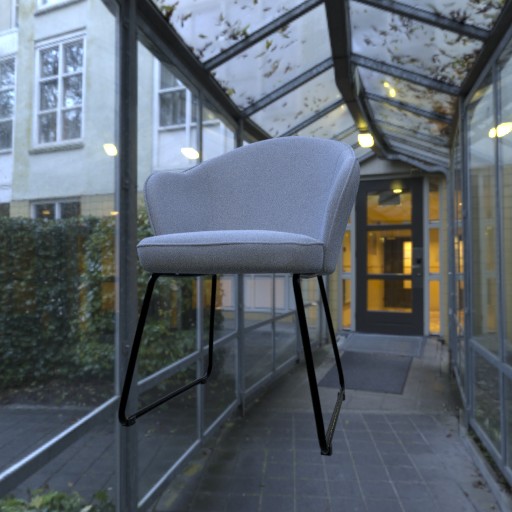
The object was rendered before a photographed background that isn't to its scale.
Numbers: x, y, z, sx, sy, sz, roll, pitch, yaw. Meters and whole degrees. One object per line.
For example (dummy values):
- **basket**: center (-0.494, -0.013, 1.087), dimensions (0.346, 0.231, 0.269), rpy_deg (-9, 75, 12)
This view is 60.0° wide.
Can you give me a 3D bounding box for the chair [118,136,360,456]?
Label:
- **chair**: center (0.000, 0.000, 1.228), dimensions (0.570, 0.817, 0.592), rpy_deg (0, -1, 19)
